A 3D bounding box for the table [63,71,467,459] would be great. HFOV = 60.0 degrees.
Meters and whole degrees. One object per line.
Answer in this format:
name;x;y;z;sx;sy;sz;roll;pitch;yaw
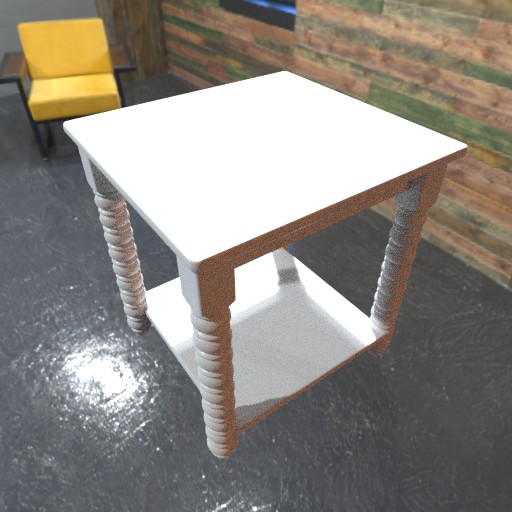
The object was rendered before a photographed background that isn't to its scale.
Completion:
table;0.000;0.000;0.962;0.533;0.563;0.500;-24;45;-27
